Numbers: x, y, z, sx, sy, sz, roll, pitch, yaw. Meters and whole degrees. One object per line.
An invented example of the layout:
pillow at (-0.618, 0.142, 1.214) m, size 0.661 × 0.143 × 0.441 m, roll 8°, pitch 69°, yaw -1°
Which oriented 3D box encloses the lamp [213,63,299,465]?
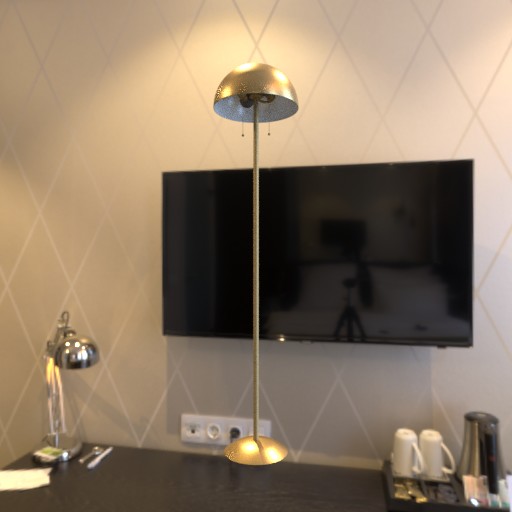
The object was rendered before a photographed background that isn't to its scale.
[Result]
lamp at (0.000, 0.000, 1.698) m, size 0.328 × 1.480 × 0.328 m, roll 0°, pitch -1°, yaw -18°
